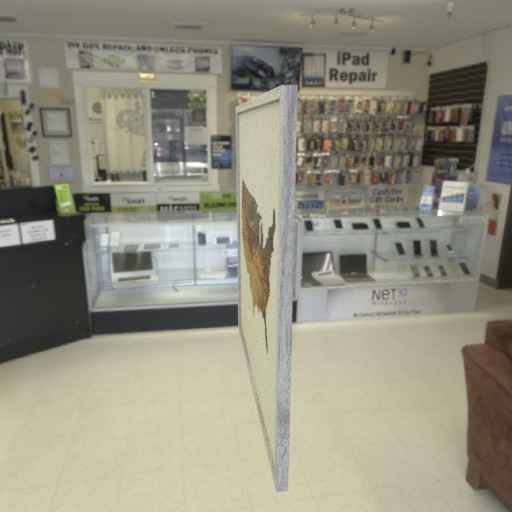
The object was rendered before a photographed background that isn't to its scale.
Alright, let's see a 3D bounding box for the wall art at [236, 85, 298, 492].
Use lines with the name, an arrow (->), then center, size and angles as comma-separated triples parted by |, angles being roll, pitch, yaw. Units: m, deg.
wall art -> 0.000, 0.000, 0.761 | 0.016, 0.507, 0.508 | -2, 16, -8
